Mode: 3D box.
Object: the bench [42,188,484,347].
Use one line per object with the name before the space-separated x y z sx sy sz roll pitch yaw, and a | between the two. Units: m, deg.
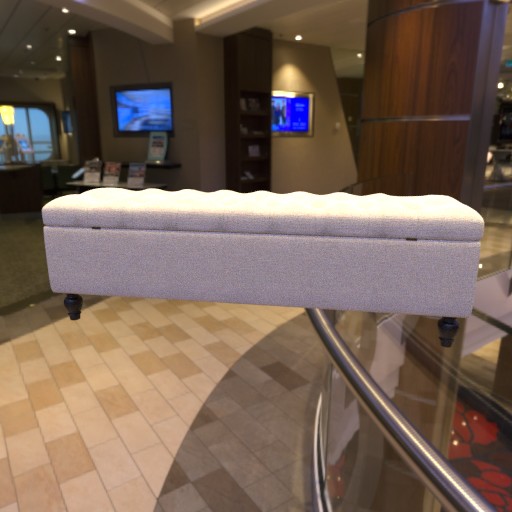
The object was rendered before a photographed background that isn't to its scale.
bench | 0.000 0.000 1.704 1.480 0.467 0.455 3 16 9
